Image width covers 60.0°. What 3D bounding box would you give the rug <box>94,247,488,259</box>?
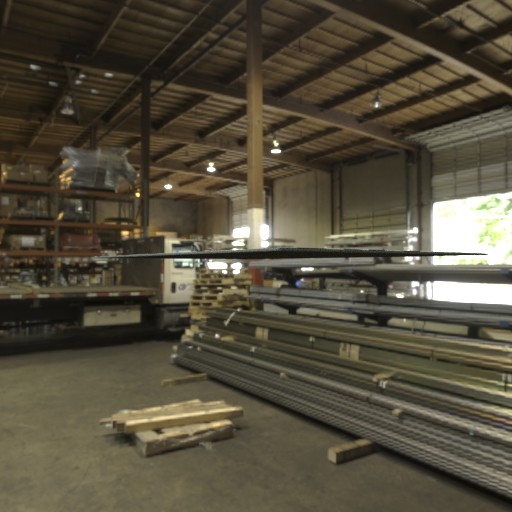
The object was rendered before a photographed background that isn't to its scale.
[{"bbox_3d":[0.000,0.000,3.075,1.518,0.015,2.438,1,-1,-35],"label":"rug"}]
